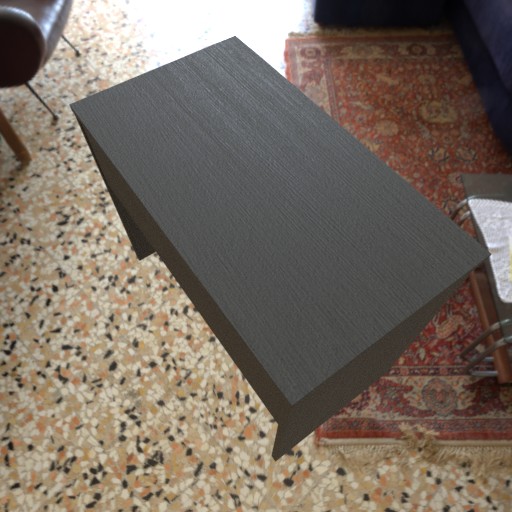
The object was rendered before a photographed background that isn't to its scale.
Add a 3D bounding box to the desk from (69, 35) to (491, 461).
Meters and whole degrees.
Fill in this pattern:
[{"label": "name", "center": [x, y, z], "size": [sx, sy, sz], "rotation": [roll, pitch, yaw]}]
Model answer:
[{"label": "desk", "center": [0.000, 0.000, 1.291], "size": [0.498, 0.724, 0.893], "rotation": [-31, 63, -18]}]
